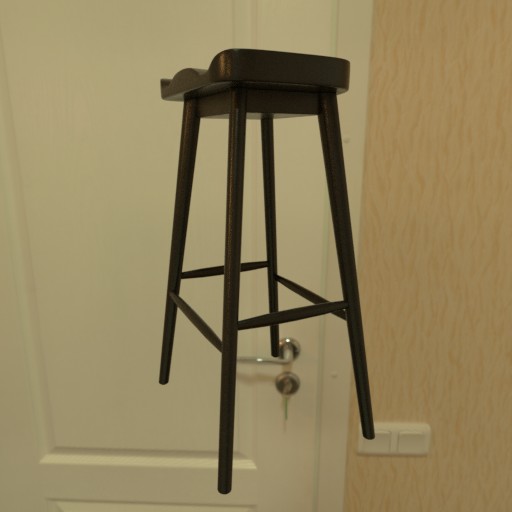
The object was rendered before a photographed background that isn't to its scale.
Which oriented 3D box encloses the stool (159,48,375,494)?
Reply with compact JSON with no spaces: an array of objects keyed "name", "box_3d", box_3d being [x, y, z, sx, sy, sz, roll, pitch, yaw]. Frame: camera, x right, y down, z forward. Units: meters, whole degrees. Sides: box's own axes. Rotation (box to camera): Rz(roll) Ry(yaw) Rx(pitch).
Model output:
[{"name":"stool","box_3d":[0.000,0.000,0.964,0.361,0.749,0.440,-7,16,-26]}]
